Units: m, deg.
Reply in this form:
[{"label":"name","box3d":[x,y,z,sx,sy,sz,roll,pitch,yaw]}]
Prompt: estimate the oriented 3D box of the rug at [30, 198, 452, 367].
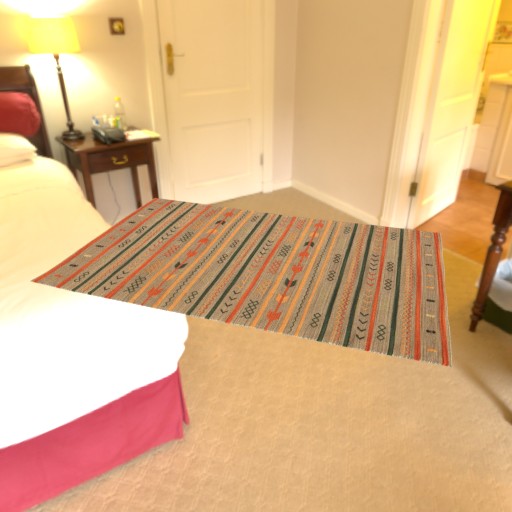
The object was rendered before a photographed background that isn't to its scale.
[{"label":"rug","box3d":[0.000,0.000,3.045,2.439,0.029,1.537,9,30,16]}]
